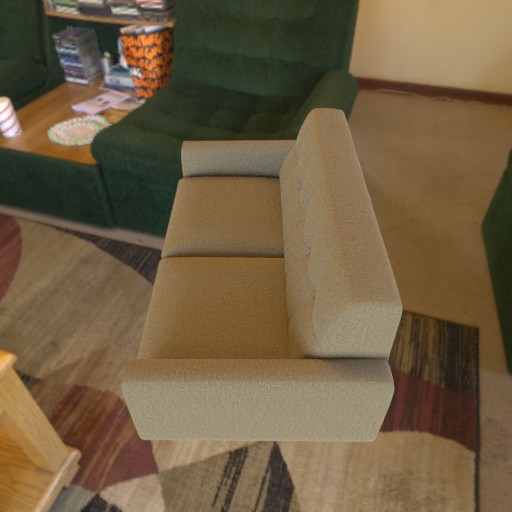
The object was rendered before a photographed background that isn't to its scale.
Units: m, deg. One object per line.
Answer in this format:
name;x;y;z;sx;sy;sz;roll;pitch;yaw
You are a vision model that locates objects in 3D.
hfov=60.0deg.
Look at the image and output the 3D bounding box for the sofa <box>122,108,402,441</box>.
sofa;0.000;0.000;2.180;0.952;0.925;1.651;0;43;0
